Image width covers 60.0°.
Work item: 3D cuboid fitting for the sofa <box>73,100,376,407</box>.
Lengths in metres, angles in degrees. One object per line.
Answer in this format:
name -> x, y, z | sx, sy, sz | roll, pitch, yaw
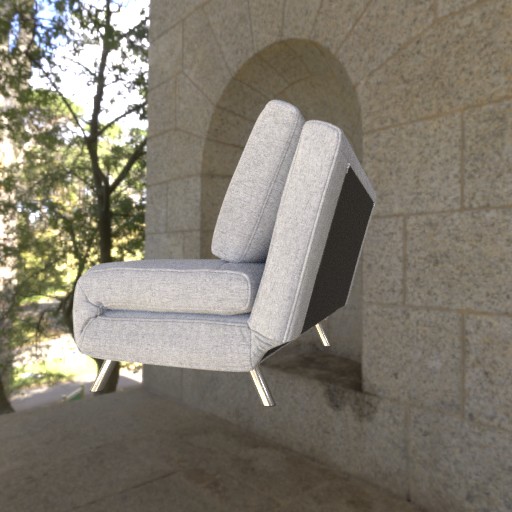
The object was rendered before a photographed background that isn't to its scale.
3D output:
sofa -> 0.000, 0.000, 1.882 | 0.910, 0.910, 1.220 | 0, -1, 19
